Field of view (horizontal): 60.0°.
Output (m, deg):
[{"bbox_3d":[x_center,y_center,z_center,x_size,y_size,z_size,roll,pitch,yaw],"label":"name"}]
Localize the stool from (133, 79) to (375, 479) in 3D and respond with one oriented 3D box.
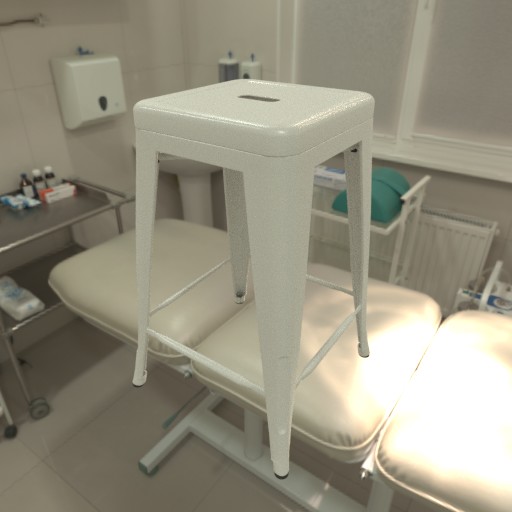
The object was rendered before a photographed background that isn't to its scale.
[{"bbox_3d":[0.000,0.000,0.886,0.406,0.610,0.406,19,36,30],"label":"stool"}]
